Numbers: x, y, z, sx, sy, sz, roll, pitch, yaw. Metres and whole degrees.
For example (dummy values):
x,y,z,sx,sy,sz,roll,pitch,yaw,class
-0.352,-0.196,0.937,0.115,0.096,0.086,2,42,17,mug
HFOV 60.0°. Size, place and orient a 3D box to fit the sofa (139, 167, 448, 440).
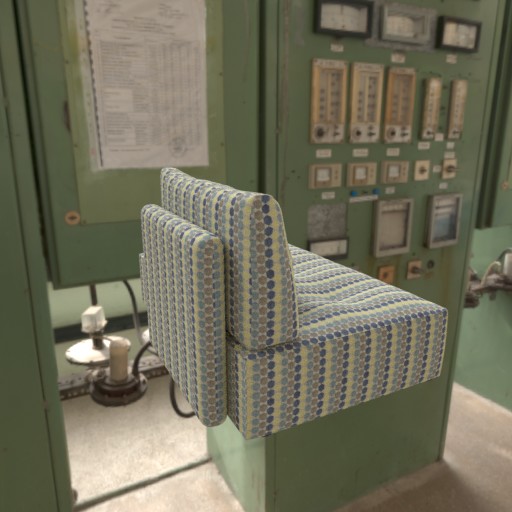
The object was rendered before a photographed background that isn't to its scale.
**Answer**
x,y,z,sx,sy,sz,roll,pitch,yaw,class
0.000,0.000,2.102,1.000,0.820,1.450,-8,17,-26,sofa
